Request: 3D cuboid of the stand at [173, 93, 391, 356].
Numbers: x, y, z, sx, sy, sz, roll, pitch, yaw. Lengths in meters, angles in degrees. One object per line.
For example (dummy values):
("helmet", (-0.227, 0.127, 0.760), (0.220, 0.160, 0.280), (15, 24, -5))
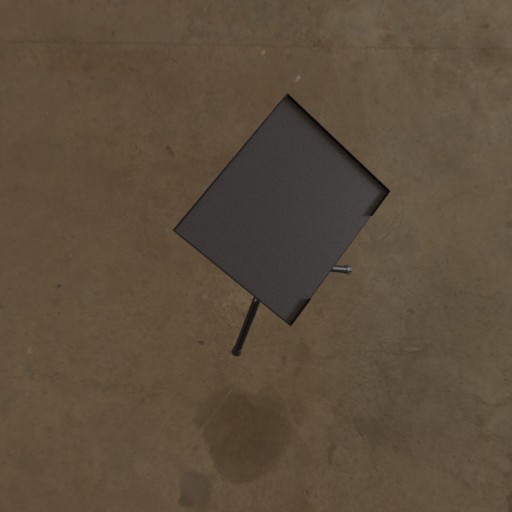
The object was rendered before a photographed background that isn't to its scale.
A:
("stand", (0.000, 0.000, 1.649), (0.702, 1.198, 0.702), (37, 80, 8))
